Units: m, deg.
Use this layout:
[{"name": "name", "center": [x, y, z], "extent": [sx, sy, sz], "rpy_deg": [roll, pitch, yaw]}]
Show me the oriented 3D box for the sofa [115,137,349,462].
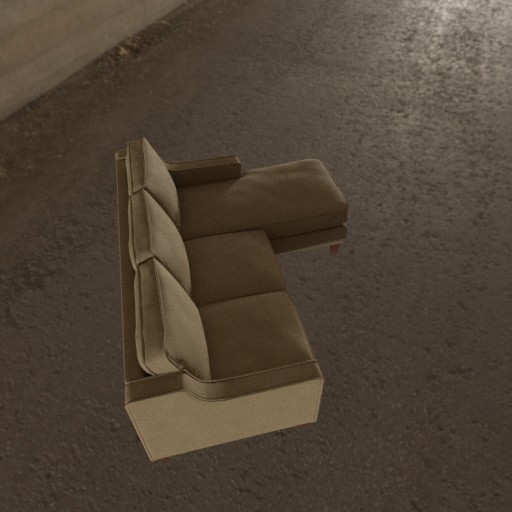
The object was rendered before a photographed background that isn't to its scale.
[{"name": "sofa", "center": [0.000, 0.000, 3.300], "extent": [1.858, 1.066, 2.317], "rpy_deg": [-10, 46, -10]}]
